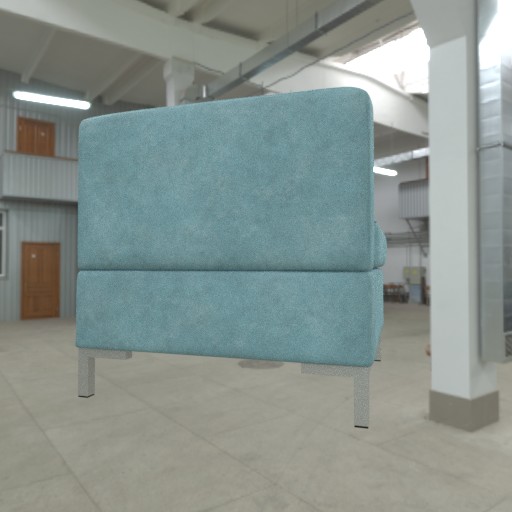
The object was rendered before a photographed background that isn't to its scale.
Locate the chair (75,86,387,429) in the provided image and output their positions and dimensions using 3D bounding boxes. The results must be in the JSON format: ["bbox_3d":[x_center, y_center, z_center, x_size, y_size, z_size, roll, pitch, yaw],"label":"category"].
[{"bbox_3d":[0.000,0.000,1.239,0.691,0.660,0.684,0,-1,18],"label":"chair"}]
